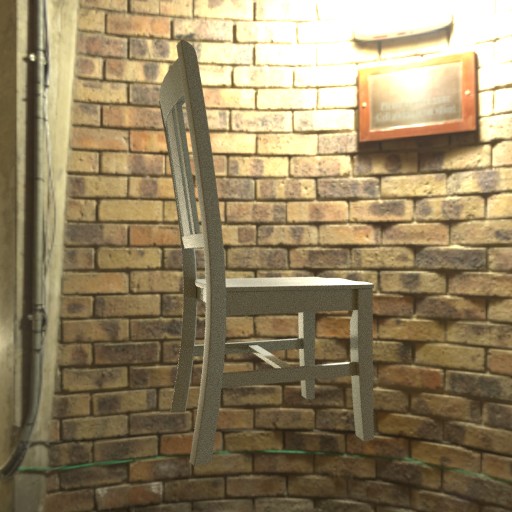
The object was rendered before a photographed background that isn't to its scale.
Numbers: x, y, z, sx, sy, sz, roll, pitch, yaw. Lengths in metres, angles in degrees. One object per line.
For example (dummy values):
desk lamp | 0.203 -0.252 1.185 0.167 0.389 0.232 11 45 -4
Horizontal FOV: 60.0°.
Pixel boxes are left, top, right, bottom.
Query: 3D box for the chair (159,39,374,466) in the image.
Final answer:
chair | 0.000 0.000 1.311 0.555 0.998 0.450 0 0 -18
